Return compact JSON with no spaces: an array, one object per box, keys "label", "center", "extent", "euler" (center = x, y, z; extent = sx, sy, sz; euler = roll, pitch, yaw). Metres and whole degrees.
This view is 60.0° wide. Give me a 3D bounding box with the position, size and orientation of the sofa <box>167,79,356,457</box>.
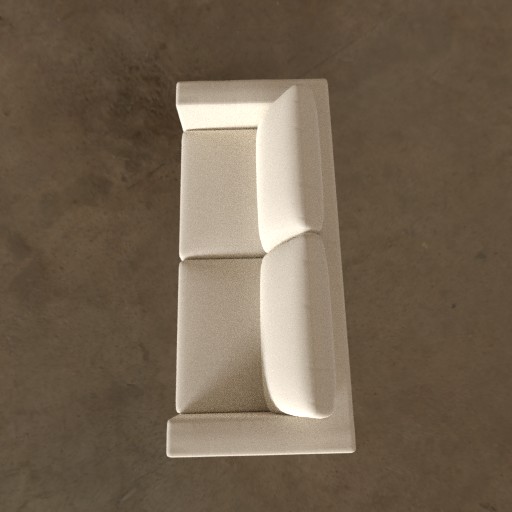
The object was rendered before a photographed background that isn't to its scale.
[{"label":"sofa","center":[0.000,0.000,2.645],"extent":[0.954,0.881,2.163],"euler":[-1,75,0]}]
